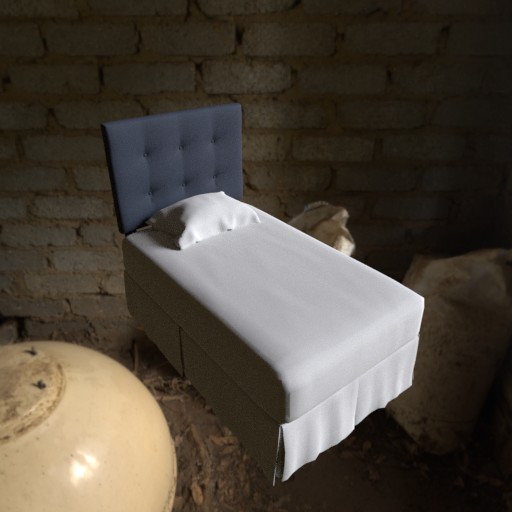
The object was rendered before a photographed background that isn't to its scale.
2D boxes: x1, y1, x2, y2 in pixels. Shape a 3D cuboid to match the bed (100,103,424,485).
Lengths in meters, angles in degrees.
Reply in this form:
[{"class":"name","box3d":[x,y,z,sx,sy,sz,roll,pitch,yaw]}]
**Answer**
[{"class":"bed","box3d":[0.000,0.000,2.993,1.261,1.571,1.997,-21,36,-32]}]
